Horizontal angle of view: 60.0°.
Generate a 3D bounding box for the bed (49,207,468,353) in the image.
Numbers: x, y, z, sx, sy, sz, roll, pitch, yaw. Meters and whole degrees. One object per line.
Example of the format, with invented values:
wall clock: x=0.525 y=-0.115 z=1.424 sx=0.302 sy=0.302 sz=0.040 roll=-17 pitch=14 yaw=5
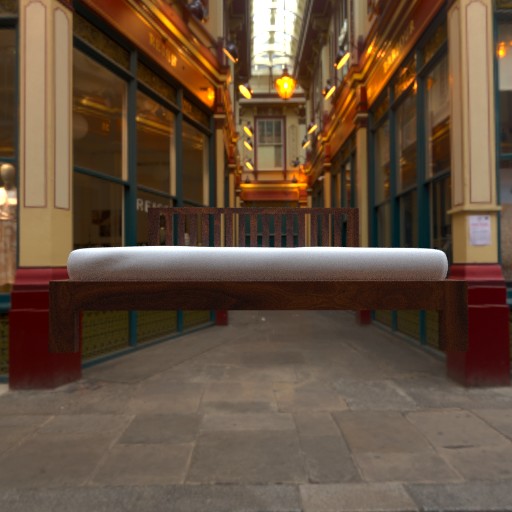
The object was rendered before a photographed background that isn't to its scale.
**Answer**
bed: x=0.000 y=0.000 z=3.032 sx=1.905 sy=0.890 sz=2.030 roll=0 pitch=0 yaw=-1
